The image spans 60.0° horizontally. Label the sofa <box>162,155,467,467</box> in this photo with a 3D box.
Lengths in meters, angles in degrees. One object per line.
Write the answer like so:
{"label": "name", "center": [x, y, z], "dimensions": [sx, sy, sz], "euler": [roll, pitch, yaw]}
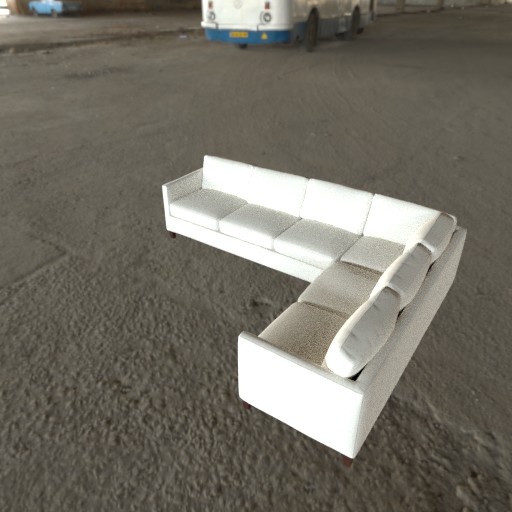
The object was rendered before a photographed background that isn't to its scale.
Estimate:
{"label": "sofa", "center": [0.000, 0.000, 4.352], "dimensions": [3.302, 0.947, 2.593], "euler": [20, 36, 29]}
